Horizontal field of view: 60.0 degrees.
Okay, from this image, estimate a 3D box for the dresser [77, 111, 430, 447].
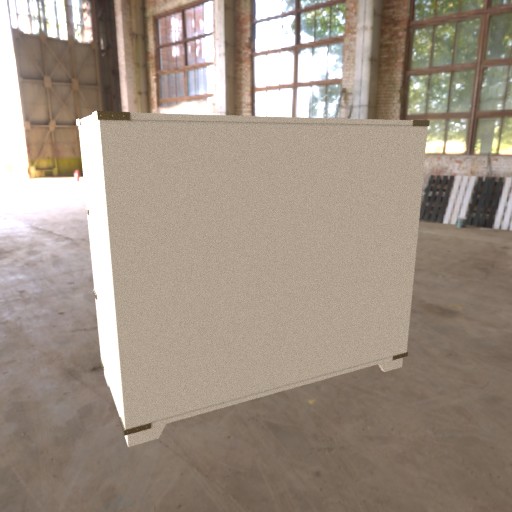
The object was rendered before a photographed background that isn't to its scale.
[{"bbox_3d":[0.000,0.000,1.517,1.022,0.891,0.460,-7,16,-26],"label":"dresser"}]
